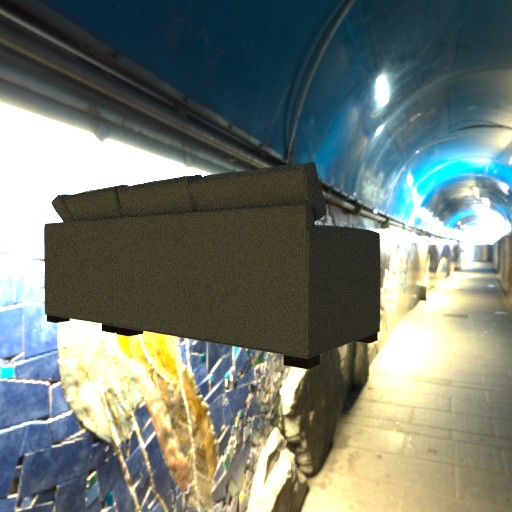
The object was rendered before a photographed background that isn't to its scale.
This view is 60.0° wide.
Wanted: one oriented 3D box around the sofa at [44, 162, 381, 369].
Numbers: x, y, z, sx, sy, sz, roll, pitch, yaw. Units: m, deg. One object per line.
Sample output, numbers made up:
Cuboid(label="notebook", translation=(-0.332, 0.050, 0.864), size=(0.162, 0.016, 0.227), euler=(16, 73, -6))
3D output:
Cuboid(label="sofa", translation=(0.000, 0.000, 3.391), size=(2.188, 0.936, 2.211), euler=(0, 1, 36))
